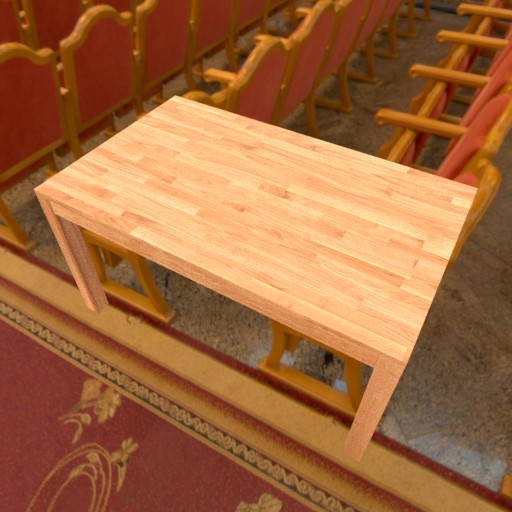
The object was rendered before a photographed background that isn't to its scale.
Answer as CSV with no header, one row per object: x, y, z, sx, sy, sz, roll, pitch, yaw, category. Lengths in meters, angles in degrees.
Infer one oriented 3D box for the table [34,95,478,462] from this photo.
0.000,0.000,2.024,1.500,0.770,0.900,23,51,21,table
